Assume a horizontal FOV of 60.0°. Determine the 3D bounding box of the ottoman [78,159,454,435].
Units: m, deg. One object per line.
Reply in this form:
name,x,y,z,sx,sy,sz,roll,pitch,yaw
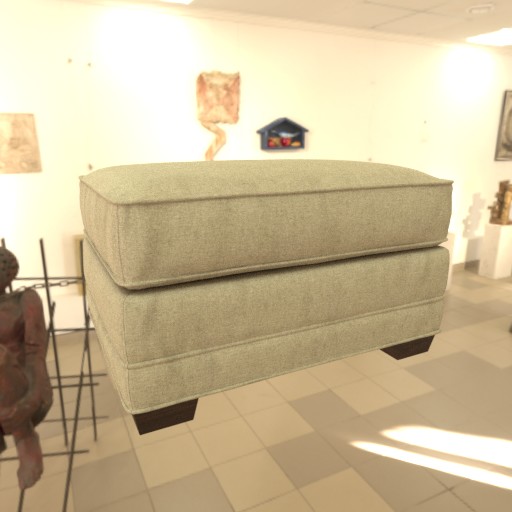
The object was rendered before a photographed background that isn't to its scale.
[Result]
ottoman,0.000,0.000,1.208,0.848,0.508,0.611,-7,17,-26
